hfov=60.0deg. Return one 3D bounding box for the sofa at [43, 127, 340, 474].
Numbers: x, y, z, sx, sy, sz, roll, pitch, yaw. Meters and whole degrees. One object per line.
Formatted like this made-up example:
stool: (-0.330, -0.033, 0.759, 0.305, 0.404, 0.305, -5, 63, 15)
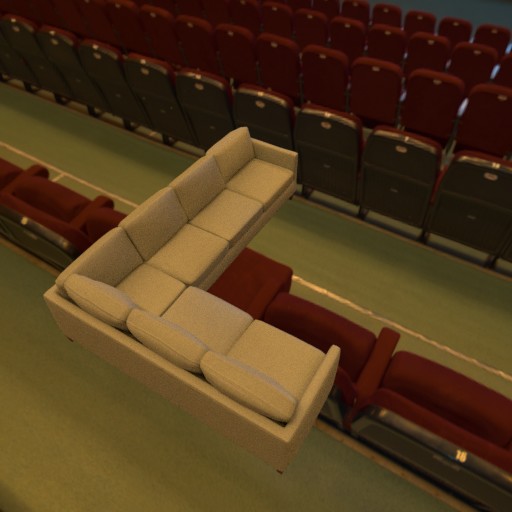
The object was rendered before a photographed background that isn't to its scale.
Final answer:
sofa: (0.000, 0.000, 4.677, 2.592, 0.947, 3.301, 24, 51, 21)
